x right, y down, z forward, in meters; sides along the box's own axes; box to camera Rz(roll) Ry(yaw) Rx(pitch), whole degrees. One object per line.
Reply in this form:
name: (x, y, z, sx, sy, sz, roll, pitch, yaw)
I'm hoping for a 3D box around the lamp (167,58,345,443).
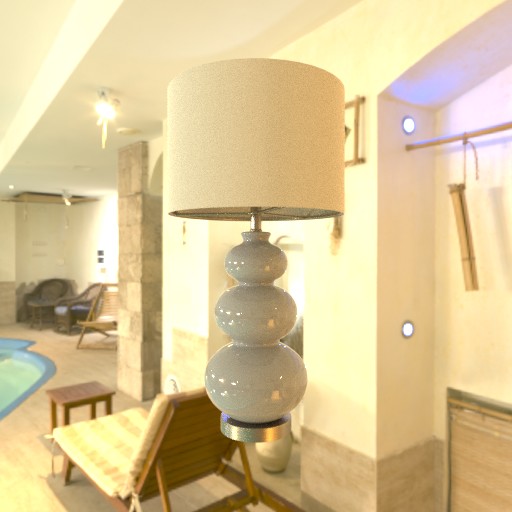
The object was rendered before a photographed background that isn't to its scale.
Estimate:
lamp: (0.000, 0.000, 0.938, 0.367, 0.730, 0.367, 0, 1, -37)
